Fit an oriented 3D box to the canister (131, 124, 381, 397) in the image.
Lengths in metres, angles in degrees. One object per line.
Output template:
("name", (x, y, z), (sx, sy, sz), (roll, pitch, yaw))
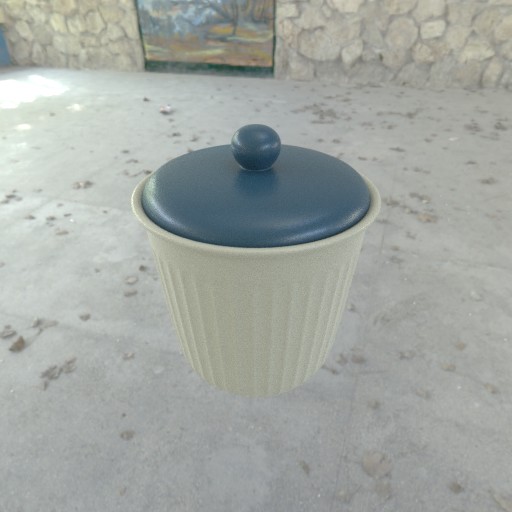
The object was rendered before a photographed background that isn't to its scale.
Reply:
("canister", (0.000, 0.000, 0.360), (0.181, 0.211, 0.181), (0, 32, 0))
